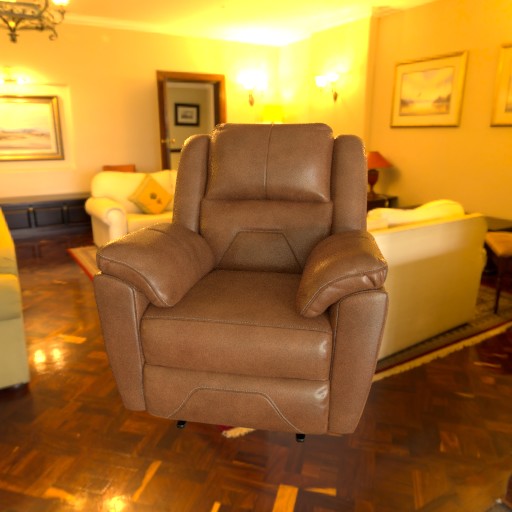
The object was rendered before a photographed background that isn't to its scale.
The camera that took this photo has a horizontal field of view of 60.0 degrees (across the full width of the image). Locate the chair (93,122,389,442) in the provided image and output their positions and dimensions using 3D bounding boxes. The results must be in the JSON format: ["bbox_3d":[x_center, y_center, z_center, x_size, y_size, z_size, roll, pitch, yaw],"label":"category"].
[{"bbox_3d":[0.000,0.000,1.873,0.990,1.093,1.041,3,16,10],"label":"chair"}]
